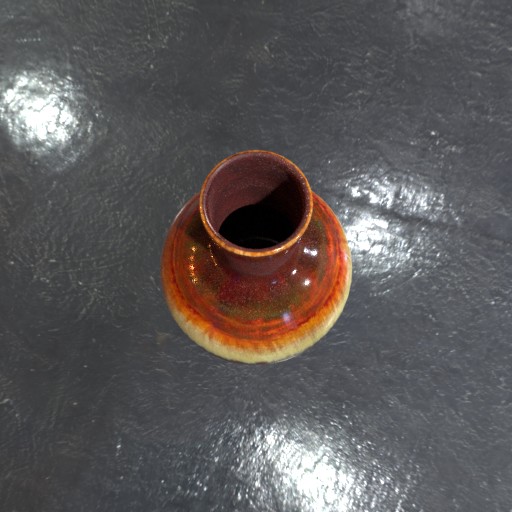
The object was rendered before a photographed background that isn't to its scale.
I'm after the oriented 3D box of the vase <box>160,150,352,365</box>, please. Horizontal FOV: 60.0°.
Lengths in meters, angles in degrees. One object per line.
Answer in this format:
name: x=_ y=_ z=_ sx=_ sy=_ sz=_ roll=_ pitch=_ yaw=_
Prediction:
vase: x=0.000 y=0.000 z=0.233 sx=0.111 sy=0.154 sz=0.111 roll=0 pitch=75 yaw=0
